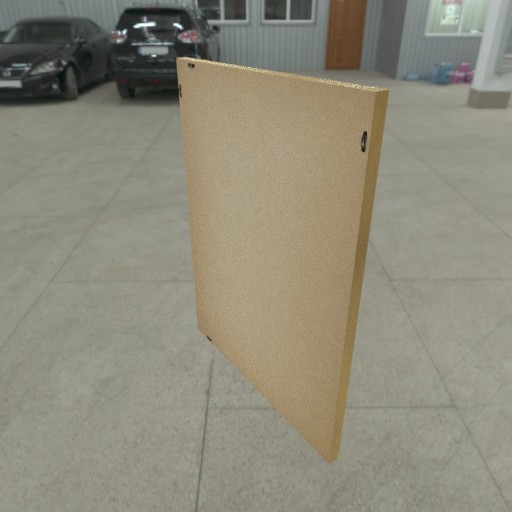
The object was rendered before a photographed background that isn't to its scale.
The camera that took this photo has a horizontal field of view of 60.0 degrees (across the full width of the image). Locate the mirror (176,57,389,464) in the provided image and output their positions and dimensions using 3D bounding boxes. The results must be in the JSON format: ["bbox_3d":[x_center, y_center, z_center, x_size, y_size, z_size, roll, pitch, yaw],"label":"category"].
[{"bbox_3d":[0.000,0.000,1.304,0.041,1.016,0.762,-19,35,-31],"label":"mirror"}]
